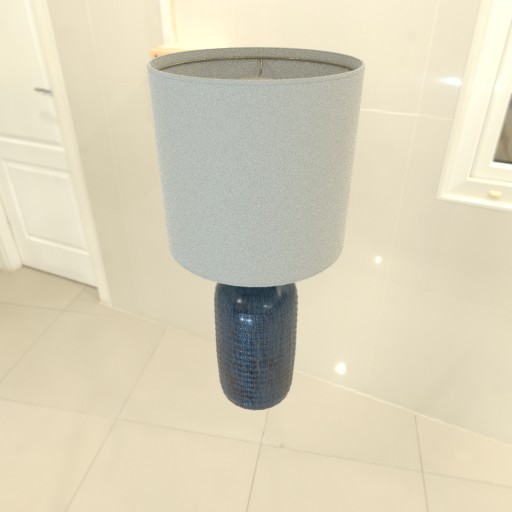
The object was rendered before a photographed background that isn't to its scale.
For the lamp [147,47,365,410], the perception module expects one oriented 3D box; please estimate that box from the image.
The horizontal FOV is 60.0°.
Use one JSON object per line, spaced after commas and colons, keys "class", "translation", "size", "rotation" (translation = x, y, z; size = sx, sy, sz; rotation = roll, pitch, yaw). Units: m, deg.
{"class": "lamp", "translation": [0.000, 0.000, 0.582], "size": [0.220, 0.475, 0.220], "rotation": [10, 33, 15]}
